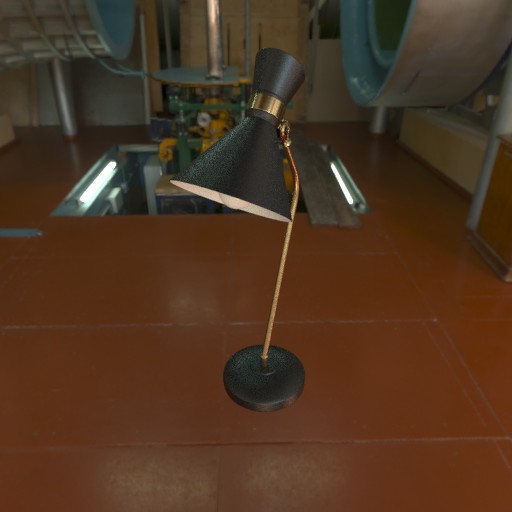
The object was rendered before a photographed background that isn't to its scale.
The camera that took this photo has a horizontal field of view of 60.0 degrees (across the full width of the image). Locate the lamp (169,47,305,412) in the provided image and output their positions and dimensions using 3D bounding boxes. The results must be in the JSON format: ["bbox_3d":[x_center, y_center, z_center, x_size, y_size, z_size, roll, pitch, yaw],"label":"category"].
[{"bbox_3d":[0.000,0.000,0.767,0.189,0.647,0.292,18,34,28],"label":"lamp"}]
